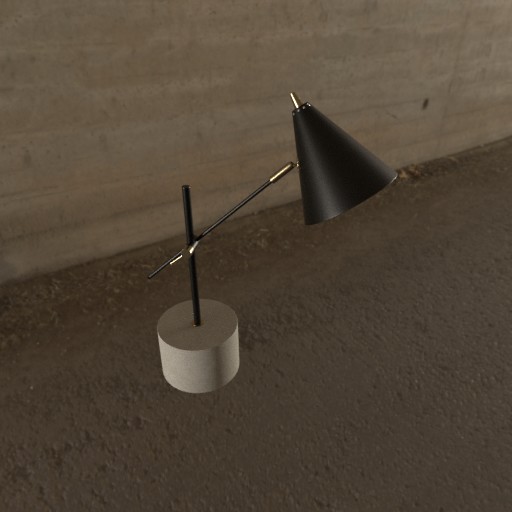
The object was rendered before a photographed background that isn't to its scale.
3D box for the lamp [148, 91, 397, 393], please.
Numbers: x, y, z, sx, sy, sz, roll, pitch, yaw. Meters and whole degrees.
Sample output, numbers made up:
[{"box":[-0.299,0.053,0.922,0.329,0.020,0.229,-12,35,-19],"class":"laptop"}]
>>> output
[{"box":[0.000,0.000,0.747,0.403,0.518,0.214,12,33,19],"class":"lamp"}]
